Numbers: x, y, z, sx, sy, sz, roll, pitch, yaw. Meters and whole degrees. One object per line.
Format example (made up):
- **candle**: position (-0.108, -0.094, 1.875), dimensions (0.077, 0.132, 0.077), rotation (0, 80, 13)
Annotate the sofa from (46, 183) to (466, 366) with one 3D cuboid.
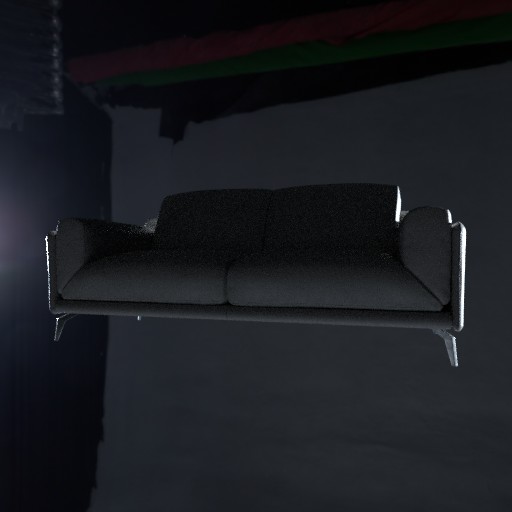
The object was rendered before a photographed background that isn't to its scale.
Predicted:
- **sofa**: position (0.000, 0.000, 2.592), dimensions (2.101, 0.930, 1.049), rotation (0, 0, 17)
